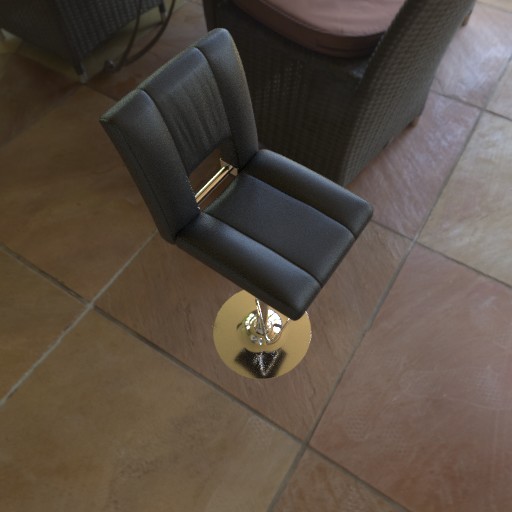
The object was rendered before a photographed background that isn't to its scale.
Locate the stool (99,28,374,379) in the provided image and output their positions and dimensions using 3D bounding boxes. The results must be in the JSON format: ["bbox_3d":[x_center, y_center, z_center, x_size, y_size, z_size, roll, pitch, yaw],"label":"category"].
[{"bbox_3d":[0.000,0.000,1.379,0.520,1.151,0.415,31,64,17],"label":"stool"}]
